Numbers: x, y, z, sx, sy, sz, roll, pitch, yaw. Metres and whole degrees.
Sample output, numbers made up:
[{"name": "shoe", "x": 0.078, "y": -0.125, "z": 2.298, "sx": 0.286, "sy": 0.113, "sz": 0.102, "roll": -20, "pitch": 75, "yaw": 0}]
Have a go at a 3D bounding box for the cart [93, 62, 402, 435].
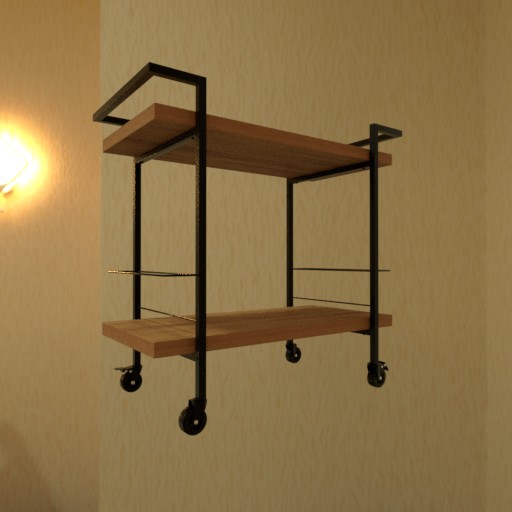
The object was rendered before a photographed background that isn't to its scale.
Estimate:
[{"name": "cart", "x": 0.000, "y": 0.000, "z": 1.271, "sx": 0.806, "sy": 0.762, "sz": 0.406, "roll": 0, "pitch": -1, "yaw": -36}]
